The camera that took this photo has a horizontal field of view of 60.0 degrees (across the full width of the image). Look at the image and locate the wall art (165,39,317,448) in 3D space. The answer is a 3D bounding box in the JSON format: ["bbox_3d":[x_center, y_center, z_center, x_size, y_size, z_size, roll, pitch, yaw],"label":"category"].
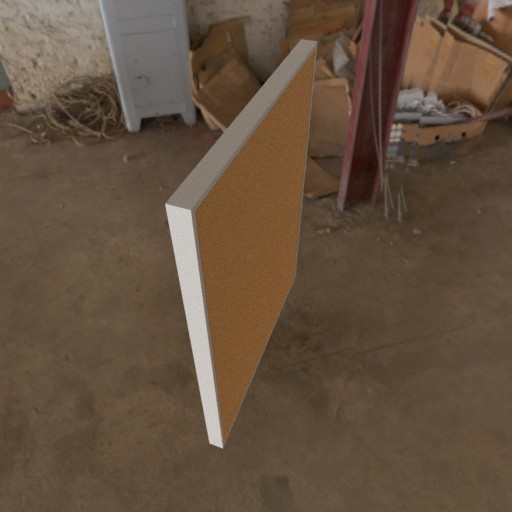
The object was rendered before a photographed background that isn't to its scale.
[{"bbox_3d":[0.000,0.000,1.038,0.055,0.763,0.611,15,47,14],"label":"wall art"}]
